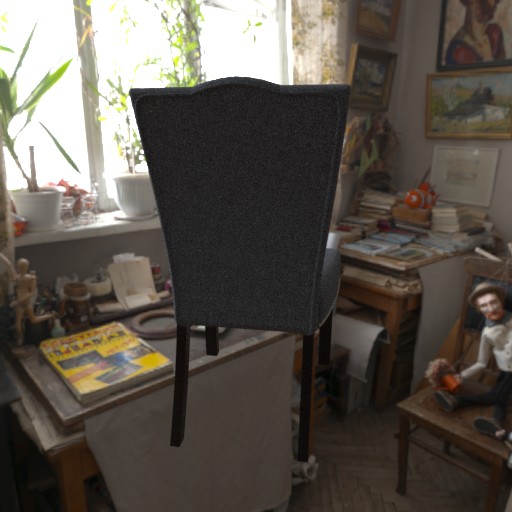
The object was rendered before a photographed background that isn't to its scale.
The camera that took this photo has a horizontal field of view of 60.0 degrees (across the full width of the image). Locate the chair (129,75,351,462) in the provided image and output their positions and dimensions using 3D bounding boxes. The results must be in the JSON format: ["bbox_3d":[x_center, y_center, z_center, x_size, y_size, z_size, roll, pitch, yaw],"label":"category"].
[{"bbox_3d":[0.000,0.000,1.328,0.518,0.946,0.589,3,15,9],"label":"chair"}]
